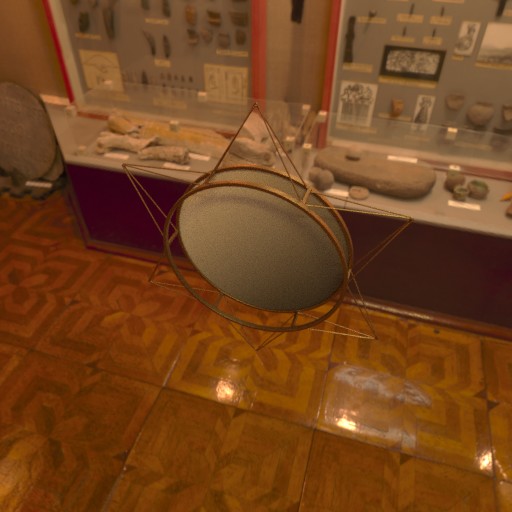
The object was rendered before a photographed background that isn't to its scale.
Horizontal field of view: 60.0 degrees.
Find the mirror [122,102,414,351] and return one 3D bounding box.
[{"bbox_3d":[0.000,0.000,0.818,0.498,0.581,0.062,13,43,14],"label":"mirror"}]
